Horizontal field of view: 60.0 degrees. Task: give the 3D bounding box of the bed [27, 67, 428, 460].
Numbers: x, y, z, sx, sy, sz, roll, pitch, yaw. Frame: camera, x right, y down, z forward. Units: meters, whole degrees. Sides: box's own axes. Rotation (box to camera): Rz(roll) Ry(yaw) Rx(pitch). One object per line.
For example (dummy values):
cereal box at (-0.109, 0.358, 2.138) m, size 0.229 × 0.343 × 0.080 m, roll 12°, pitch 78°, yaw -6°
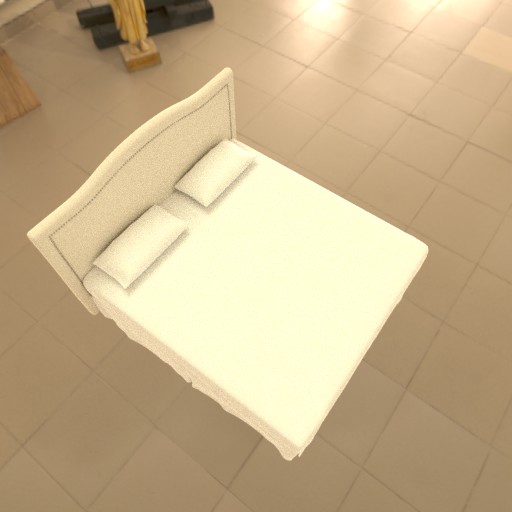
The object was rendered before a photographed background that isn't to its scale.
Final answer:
bed at (0.000, 0.000, 3.463) m, size 2.182 × 1.421 × 2.083 m, roll 33°, pitch 65°, yaw 18°
